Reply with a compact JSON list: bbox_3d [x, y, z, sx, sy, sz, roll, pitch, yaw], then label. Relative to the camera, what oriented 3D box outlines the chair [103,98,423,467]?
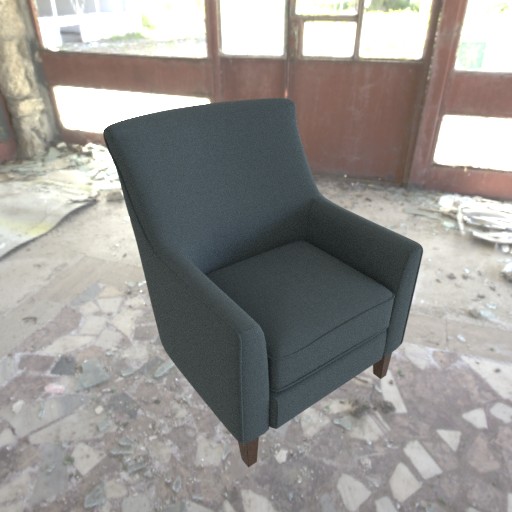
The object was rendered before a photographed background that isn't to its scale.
[{"bbox_3d":[0.000,0.000,1.589,0.756,0.916,0.879,-21,36,-31],"label":"chair"}]
